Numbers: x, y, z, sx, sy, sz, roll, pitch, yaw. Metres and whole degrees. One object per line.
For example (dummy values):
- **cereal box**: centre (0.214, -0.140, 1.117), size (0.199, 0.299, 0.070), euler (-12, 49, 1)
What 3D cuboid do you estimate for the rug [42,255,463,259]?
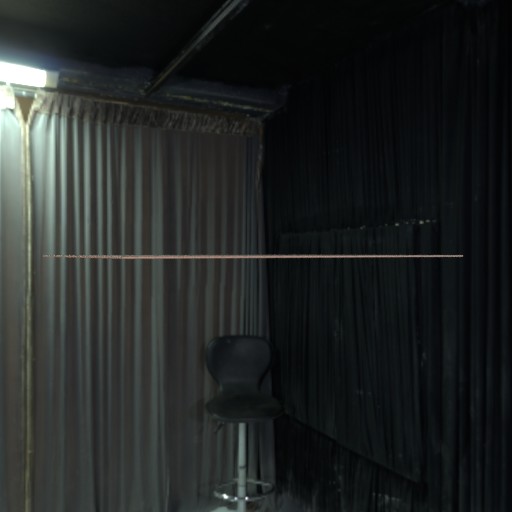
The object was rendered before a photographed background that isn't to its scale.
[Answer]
- **rug**: centre (0.000, 0.000, 2.308), size (1.829, 0.008, 1.219), euler (0, 0, -36)
